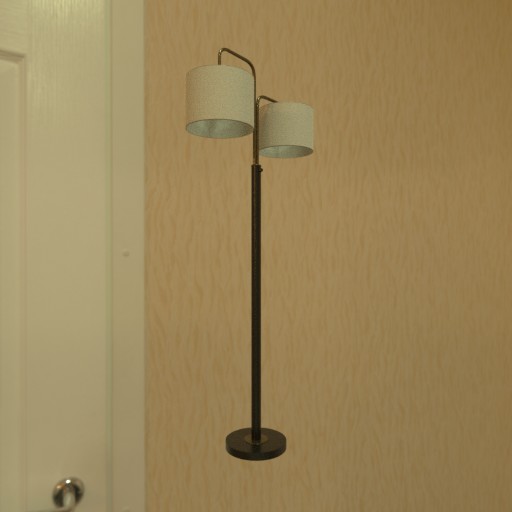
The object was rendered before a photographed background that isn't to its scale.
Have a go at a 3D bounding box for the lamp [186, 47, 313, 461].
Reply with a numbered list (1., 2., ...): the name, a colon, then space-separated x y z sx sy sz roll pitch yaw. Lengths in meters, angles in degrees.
1. lamp: 0.000 0.000 1.840 0.254 1.587 0.711 0 0 36
